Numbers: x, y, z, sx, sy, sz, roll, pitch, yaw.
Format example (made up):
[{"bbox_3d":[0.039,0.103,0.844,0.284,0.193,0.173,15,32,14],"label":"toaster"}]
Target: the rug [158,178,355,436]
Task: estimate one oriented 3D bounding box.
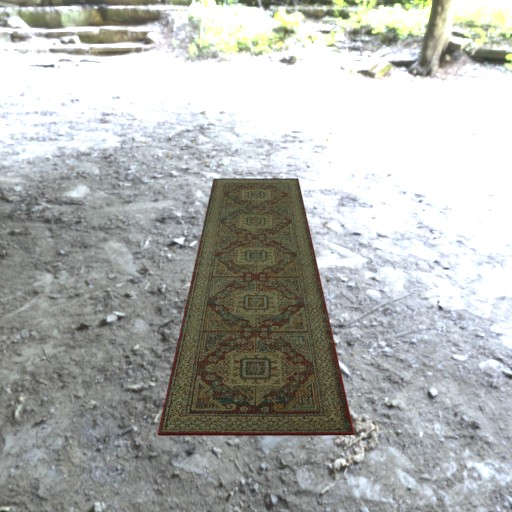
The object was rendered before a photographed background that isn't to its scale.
[{"bbox_3d":[0.000,0.000,2.456,0.659,0.015,2.292,0,31,0],"label":"rug"}]
